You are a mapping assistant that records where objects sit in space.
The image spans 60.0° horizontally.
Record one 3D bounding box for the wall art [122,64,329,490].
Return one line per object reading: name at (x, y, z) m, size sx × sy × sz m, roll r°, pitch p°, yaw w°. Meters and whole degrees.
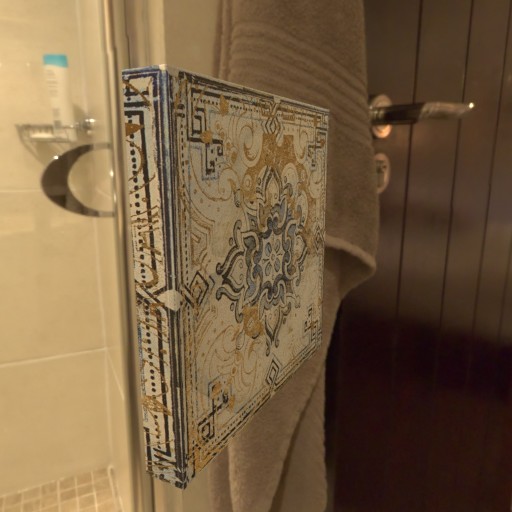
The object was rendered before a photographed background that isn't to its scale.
wall art at (0.000, 0.000, 0.445) m, size 0.038 × 0.306 × 0.302 m, roll 7°, pitch 14°, yaw 28°
